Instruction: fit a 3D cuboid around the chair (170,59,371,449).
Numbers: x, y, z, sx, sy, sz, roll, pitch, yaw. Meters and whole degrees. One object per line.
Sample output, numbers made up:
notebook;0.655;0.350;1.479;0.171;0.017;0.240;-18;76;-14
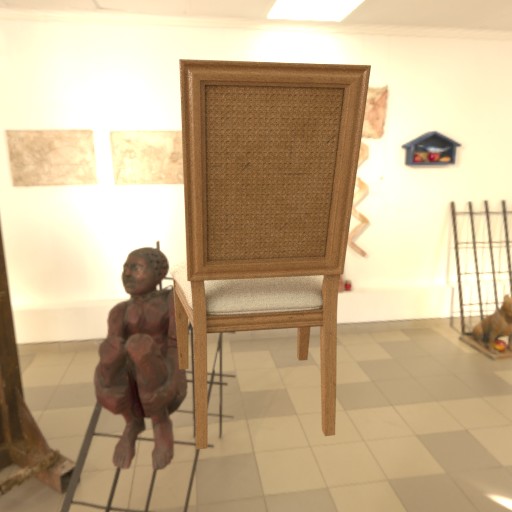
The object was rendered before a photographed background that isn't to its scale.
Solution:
chair;0.000;0.000;1.336;0.536;0.988;0.601;-2;13;-9
